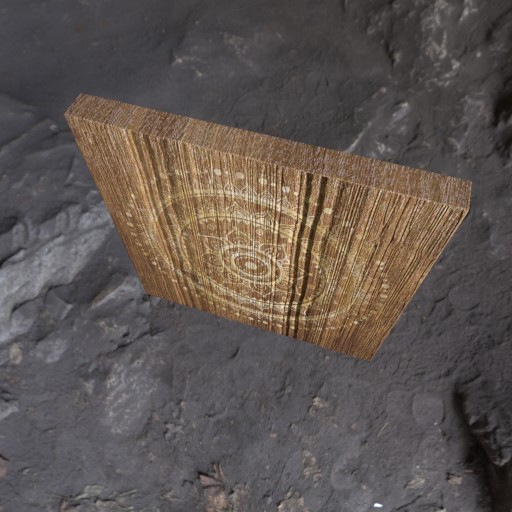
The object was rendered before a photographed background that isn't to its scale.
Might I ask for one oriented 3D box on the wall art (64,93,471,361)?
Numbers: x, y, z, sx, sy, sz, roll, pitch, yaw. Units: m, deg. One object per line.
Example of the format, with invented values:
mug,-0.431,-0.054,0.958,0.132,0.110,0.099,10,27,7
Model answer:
wall art,0.000,0.000,0.601,0.406,0.403,0.039,15,59,9
